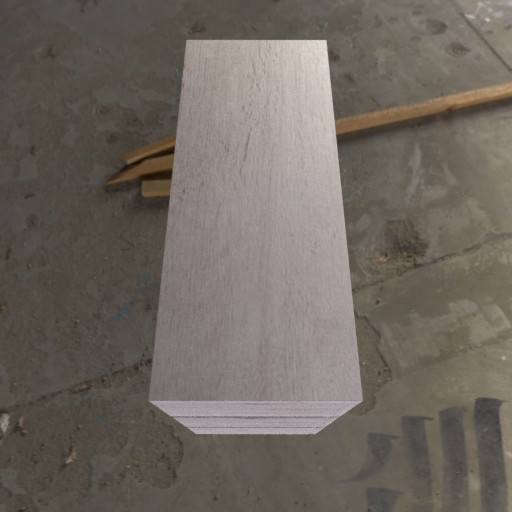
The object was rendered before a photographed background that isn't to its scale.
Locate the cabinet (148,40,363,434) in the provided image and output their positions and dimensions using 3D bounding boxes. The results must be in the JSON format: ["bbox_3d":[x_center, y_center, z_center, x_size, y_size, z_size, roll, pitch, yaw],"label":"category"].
[{"bbox_3d":[0.000,0.000,1.466,0.420,0.820,1.040,0,64,0],"label":"cabinet"}]
